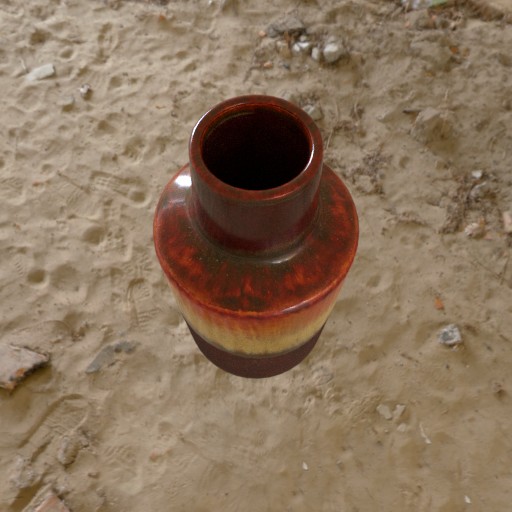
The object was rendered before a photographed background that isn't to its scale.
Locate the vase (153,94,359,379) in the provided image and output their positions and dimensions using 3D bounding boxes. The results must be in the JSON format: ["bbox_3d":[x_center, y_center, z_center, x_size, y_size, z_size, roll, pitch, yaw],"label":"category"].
[{"bbox_3d":[0.000,0.000,0.266,0.108,0.204,0.108,0,64,0],"label":"vase"}]
